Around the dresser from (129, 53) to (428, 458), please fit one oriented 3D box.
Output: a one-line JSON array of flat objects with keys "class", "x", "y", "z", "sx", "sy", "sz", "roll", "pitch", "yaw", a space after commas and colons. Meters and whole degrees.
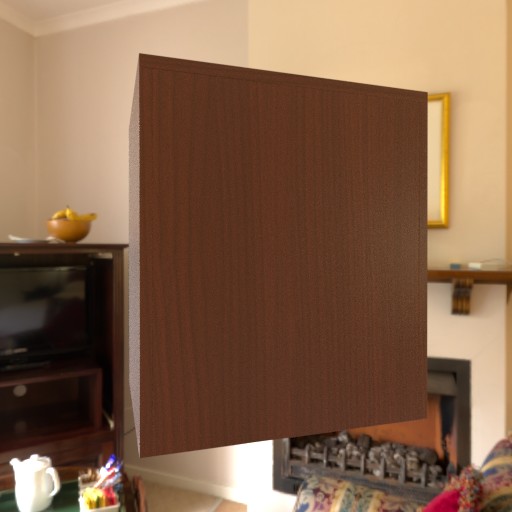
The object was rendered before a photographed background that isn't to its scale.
[{"class": "dresser", "x": 0.000, "y": 0.000, "z": 0.744, "sx": 0.400, "sy": 0.470, "sz": 0.360, "roll": 0, "pitch": 0, "yaw": -18}]
